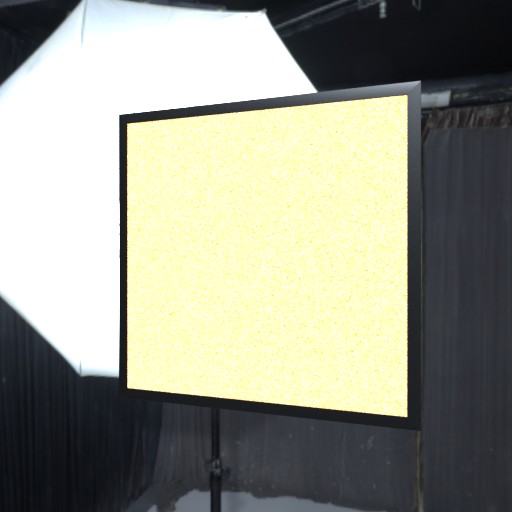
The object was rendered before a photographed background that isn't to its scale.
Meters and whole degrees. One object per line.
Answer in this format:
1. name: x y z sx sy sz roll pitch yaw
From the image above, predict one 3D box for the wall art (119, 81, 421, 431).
1. wall art: 0.000 0.000 1.085 0.756 0.755 0.036 0 0 18
